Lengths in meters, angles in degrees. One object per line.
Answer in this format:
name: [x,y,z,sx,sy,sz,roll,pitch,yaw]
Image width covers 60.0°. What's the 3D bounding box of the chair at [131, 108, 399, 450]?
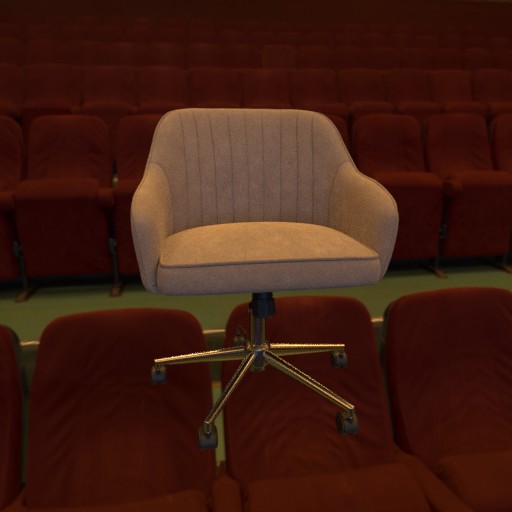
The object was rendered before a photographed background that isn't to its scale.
chair: [0.000,0.000,1.256,0.635,0.831,0.573,-2,15,-9]
